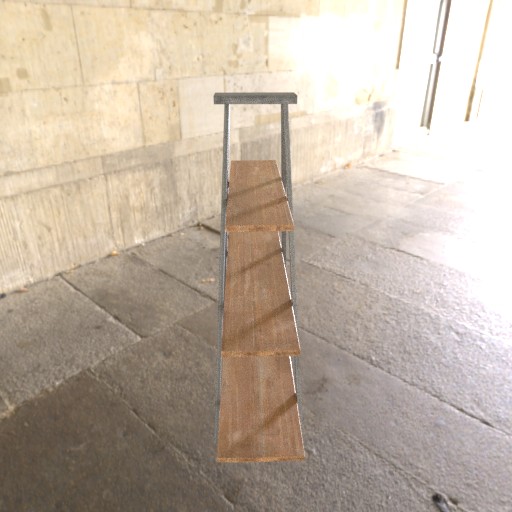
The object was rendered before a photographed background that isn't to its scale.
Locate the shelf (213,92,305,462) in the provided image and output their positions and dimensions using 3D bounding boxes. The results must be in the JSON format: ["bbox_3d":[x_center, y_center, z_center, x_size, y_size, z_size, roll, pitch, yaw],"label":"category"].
[{"bbox_3d":[0.000,0.000,2.623,0.508,1.808,1.746,-1,26,-1],"label":"shelf"}]
